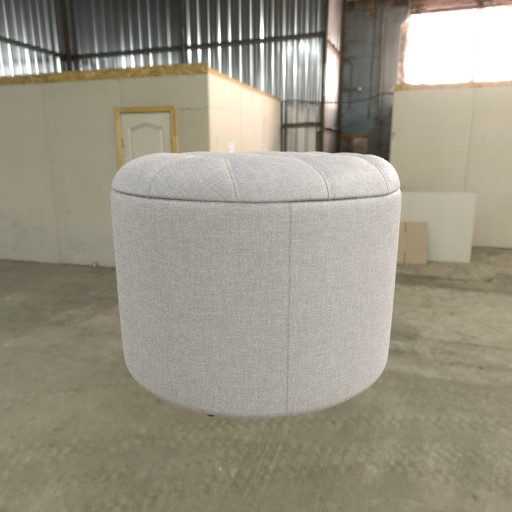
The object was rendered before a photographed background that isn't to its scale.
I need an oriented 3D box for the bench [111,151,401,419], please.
[{"bbox_3d":[0.000,0.000,0.992,0.600,0.453,0.600,0,14,0],"label":"bench"}]
